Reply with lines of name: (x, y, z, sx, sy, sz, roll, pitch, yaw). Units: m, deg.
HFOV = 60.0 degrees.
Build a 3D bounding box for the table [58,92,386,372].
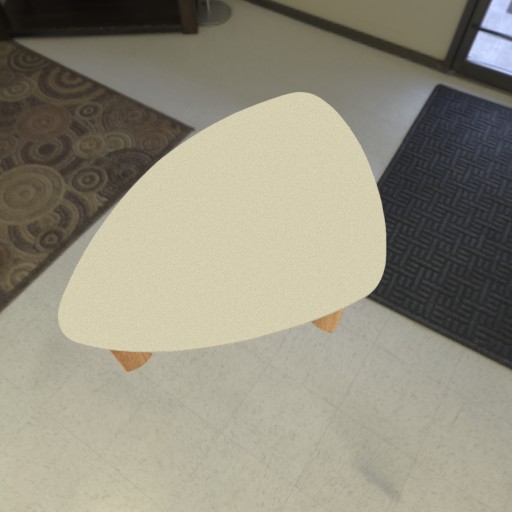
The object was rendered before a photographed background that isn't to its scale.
table: (0.000, 0.000, 1.598, 0.850, 0.440, 1.250, 32, 63, 19)
